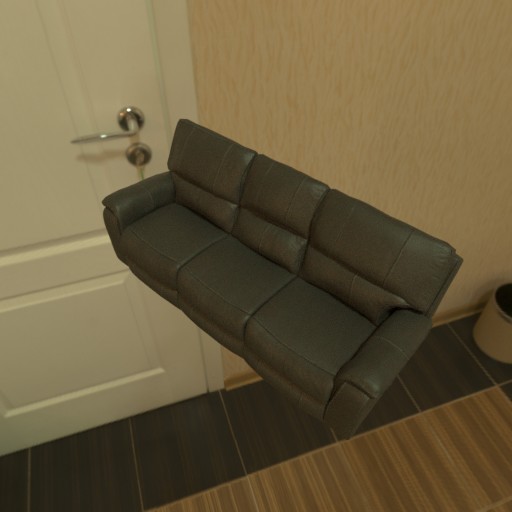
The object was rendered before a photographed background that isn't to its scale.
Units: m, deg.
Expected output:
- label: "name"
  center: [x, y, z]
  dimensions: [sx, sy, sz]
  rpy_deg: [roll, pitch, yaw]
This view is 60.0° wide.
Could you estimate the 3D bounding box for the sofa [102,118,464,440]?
- label: "sofa"
  center: [0.000, 0.000, 3.348]
  dimensions: [2.627, 1.134, 1.104]
  rpy_deg: [32, 53, 28]
